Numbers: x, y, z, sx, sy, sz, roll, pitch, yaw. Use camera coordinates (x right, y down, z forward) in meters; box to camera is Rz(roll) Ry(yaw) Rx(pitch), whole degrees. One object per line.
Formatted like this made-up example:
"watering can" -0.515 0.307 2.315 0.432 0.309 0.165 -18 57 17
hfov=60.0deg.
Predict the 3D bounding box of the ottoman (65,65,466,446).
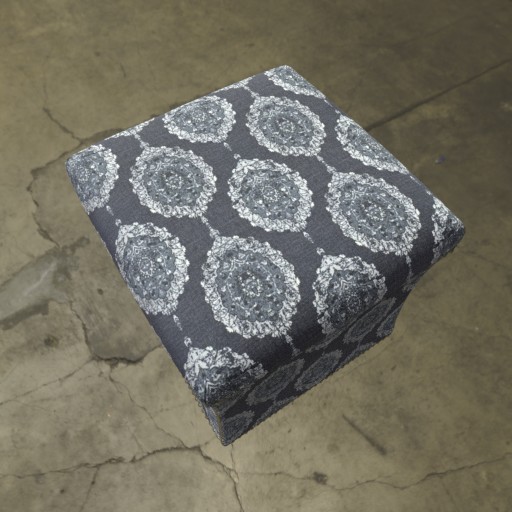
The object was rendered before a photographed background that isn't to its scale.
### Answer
"ottoman" 0.000 0.000 0.894 0.497 0.475 0.507 -29 63 -17
